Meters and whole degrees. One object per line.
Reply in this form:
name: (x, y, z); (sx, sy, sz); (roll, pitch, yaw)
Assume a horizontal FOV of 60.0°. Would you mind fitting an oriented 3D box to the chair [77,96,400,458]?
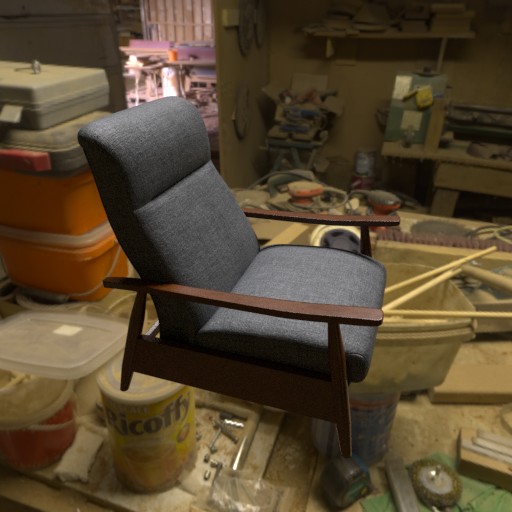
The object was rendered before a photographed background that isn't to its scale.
chair: (0.000, 0.000, 1.753); (1.030, 1.082, 0.762); (10, 31, 17)
